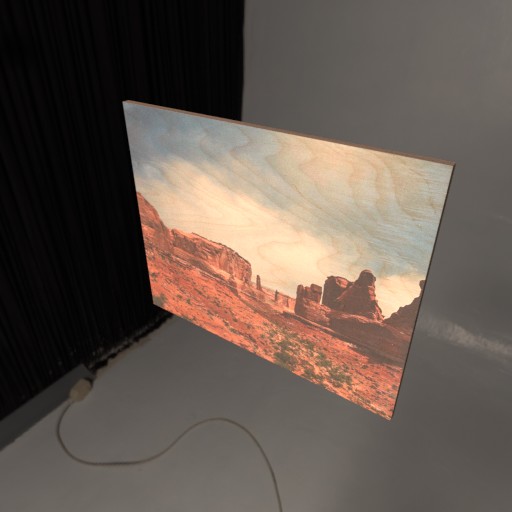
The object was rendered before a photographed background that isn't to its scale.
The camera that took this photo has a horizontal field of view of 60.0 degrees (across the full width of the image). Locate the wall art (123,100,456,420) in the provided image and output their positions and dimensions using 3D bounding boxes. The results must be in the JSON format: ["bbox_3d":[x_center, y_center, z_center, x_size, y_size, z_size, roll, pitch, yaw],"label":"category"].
[{"bbox_3d":[0.000,0.000,0.696,0.508,0.406,0.013,20,37,29],"label":"wall art"}]
